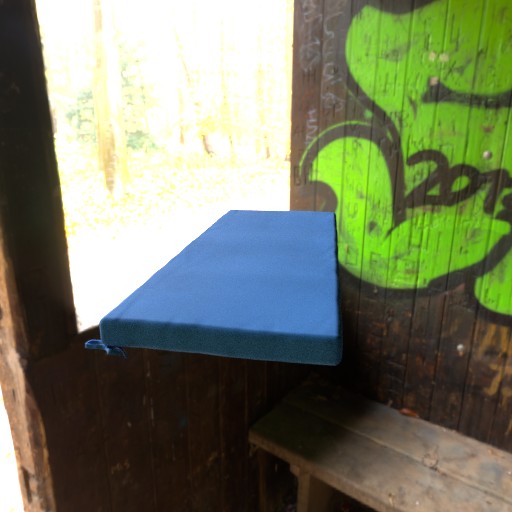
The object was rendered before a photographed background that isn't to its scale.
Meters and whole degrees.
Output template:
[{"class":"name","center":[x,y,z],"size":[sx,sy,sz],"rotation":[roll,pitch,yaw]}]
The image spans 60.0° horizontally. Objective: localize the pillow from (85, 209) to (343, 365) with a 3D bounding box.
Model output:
[{"class":"pillow","center":[0.000,0.000,1.342],"size":[0.492,0.081,1.187],"rotation":[3,17,9]}]
